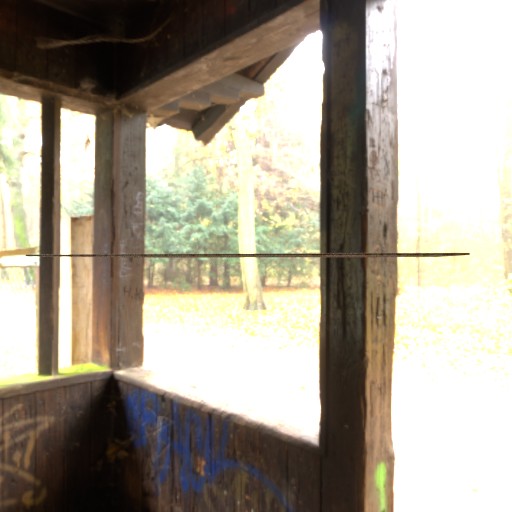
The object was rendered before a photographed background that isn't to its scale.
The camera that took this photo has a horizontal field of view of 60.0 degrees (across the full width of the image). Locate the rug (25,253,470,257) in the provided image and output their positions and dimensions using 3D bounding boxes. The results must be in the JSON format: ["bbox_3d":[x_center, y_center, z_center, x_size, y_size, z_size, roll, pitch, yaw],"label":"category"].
[{"bbox_3d":[0.000,0.000,3.028,2.435,0.011,1.517,0,-1,17],"label":"rug"}]
